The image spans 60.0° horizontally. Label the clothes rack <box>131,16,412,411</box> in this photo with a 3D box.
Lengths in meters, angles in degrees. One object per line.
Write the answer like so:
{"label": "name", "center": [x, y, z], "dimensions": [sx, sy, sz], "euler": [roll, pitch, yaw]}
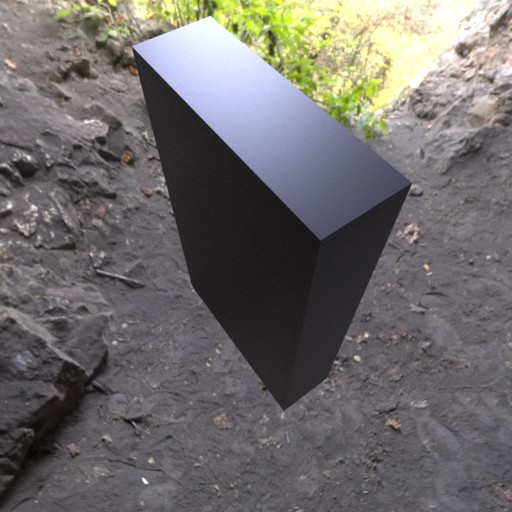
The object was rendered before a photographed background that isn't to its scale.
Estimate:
{"label": "clothes rack", "center": [0.000, 0.000, 1.554], "dimensions": [0.250, 1.280, 0.750], "euler": [-31, 63, -18]}
